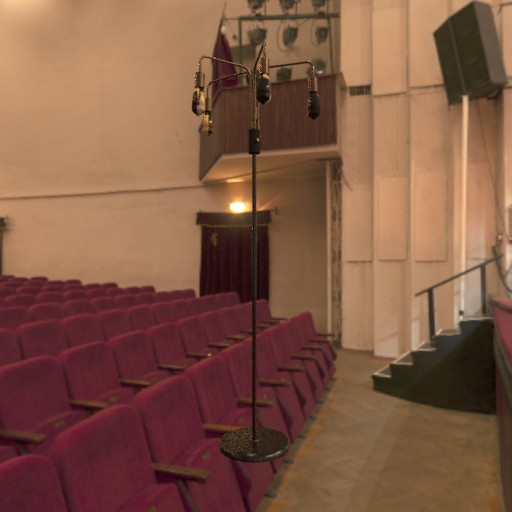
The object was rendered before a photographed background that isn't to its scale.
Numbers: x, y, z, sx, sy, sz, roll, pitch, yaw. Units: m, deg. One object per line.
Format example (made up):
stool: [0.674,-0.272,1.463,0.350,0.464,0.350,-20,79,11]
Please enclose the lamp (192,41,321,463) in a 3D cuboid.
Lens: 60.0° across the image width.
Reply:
lamp: [0.000,0.000,2.017,0.599,1.721,0.572,0,-2,18]
